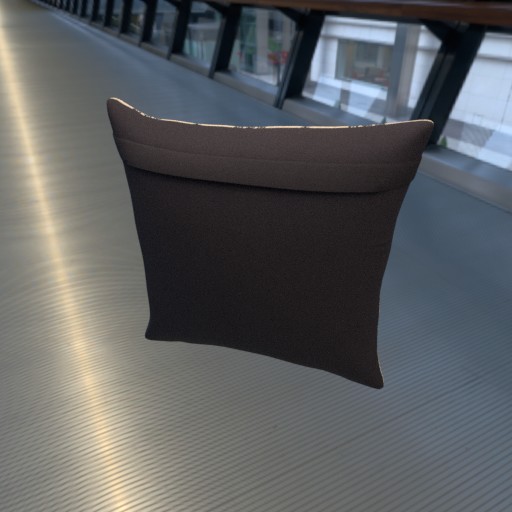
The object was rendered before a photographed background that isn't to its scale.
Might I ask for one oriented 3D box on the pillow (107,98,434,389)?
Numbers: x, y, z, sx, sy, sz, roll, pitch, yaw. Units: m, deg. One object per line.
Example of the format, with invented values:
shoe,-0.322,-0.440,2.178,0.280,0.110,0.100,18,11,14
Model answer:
pillow,0.000,0.000,0.625,0.405,0.406,0.173,9,32,15
